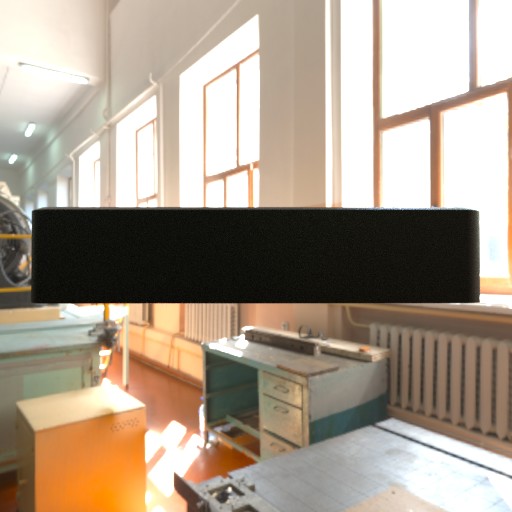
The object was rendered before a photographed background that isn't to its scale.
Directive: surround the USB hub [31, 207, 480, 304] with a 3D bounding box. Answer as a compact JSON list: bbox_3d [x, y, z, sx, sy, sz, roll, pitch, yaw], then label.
[{"bbox_3d":[0.000,0.000,0.127,0.110,0.023,0.044,0,-1,0],"label":"USB hub"}]
